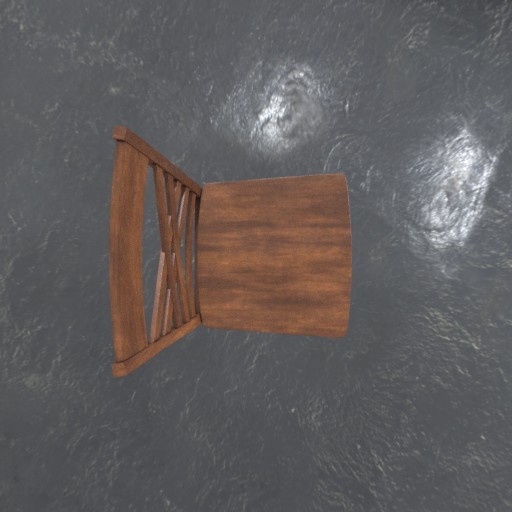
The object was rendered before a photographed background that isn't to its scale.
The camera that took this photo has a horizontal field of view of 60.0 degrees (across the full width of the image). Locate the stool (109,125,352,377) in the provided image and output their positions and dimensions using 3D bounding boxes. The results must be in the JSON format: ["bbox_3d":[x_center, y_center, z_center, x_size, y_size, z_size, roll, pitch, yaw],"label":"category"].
[{"bbox_3d":[0.000,0.000,1.344,0.539,1.079,0.462,0,89,0],"label":"stool"}]
